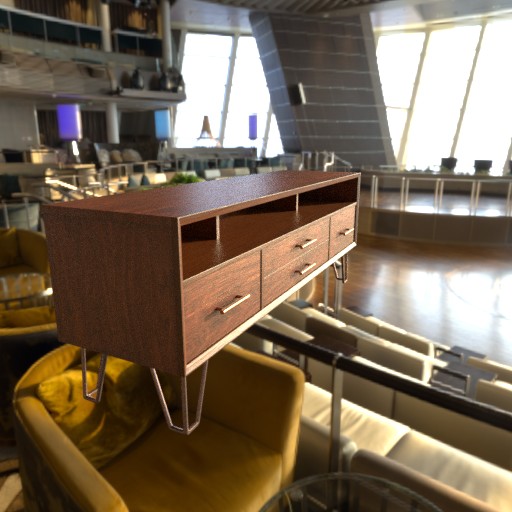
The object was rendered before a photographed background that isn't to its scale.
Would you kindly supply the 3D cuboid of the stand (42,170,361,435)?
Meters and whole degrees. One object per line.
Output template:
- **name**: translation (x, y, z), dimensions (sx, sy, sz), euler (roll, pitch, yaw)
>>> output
- **stand**: translation (0.000, 0.000, 1.879), dimensions (0.481, 0.610, 1.626), euler (7, 16, 26)
